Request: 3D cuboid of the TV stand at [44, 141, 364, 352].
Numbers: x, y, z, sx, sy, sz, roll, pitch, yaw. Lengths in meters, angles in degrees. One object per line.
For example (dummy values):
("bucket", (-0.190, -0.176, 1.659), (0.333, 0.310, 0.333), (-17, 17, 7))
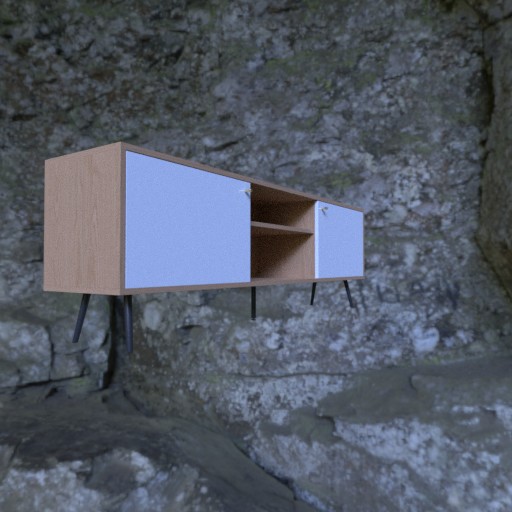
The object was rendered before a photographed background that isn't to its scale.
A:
("TV stand", (0.000, 0.000, 2.002), (0.400, 0.580, 1.760), (-1, -1, 35))
